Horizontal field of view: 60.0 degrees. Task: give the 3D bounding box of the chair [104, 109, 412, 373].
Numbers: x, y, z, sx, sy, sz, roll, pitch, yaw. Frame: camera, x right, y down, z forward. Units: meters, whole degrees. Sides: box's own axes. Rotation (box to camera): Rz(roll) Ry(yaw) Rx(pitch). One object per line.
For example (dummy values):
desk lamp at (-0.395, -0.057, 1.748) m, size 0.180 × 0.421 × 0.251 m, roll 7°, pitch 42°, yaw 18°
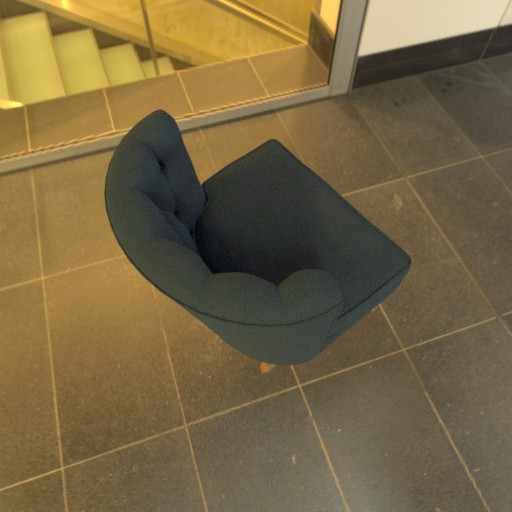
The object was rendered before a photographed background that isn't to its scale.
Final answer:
chair at (0.000, 0.000, 1.395) m, size 0.718 × 0.771 × 0.740 m, roll -34°, pitch 65°, yaw -19°
